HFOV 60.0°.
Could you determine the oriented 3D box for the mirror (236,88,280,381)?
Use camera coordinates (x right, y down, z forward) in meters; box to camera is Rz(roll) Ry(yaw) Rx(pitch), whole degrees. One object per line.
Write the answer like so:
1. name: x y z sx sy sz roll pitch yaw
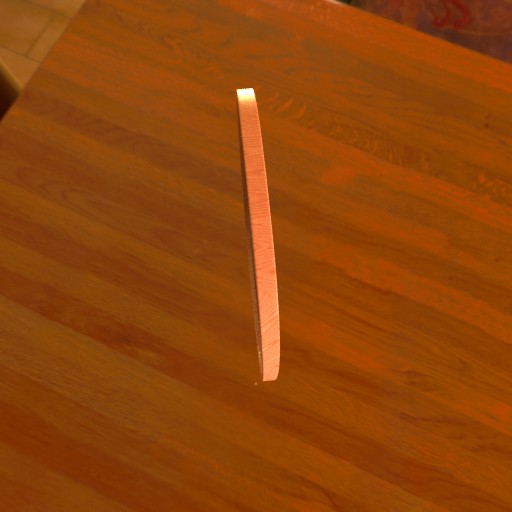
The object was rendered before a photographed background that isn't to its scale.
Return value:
1. mirror: 0.000 0.000 1.332 0.037 1.075 0.724 -5 74 -2
